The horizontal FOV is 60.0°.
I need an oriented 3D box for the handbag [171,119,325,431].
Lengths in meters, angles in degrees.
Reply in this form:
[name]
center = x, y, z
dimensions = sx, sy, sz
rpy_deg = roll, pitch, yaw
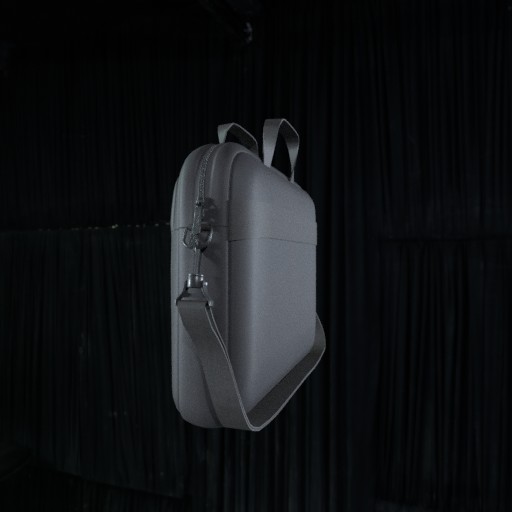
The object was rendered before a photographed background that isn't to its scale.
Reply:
[handbag]
center = 0.000, 0.000, 0.590
dimensions = 0.126, 0.330, 0.429
rpy_deg = 0, 0, 18
